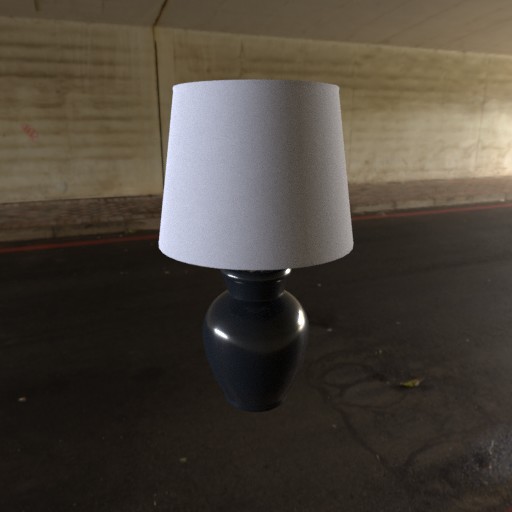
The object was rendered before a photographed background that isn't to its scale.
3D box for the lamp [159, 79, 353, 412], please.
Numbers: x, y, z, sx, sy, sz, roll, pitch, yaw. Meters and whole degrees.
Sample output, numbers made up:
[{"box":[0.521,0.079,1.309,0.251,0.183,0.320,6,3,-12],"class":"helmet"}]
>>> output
[{"box":[0.000,0.000,0.563,0.239,0.399,0.239,0,16,0],"class":"lamp"}]
